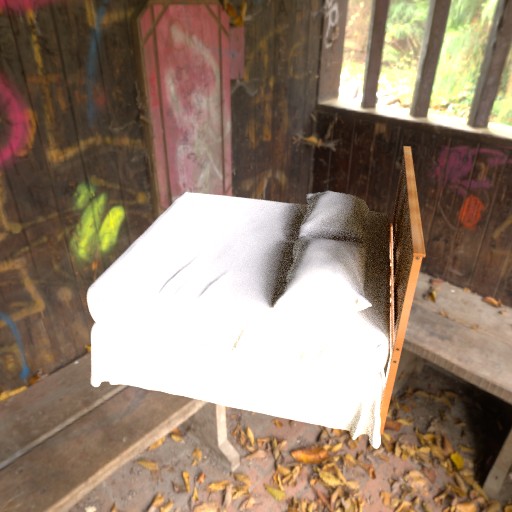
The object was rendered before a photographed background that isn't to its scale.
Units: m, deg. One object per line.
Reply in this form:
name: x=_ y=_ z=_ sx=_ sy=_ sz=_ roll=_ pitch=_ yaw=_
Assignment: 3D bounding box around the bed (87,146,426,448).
bed: x=0.000 y=0.000 z=3.209 sx=2.035 sy=1.273 sz=1.870 roll=8 pitch=32 yaw=12
